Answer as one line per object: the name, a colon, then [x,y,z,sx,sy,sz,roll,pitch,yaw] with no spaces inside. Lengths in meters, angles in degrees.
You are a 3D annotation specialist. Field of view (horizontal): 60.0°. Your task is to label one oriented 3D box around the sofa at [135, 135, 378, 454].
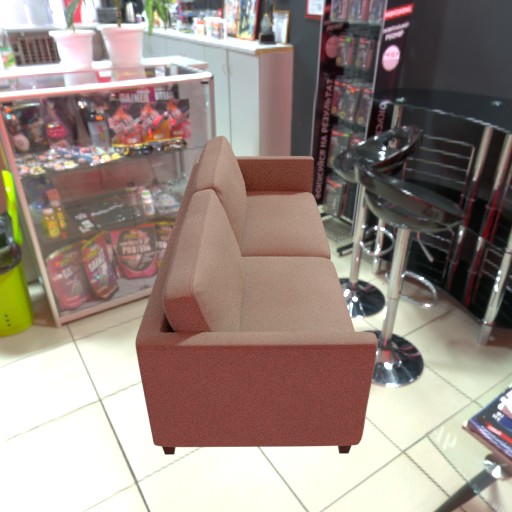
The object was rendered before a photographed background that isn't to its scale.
sofa: [0.000,0.000,2.695,0.948,0.932,2.181,0,31,0]
